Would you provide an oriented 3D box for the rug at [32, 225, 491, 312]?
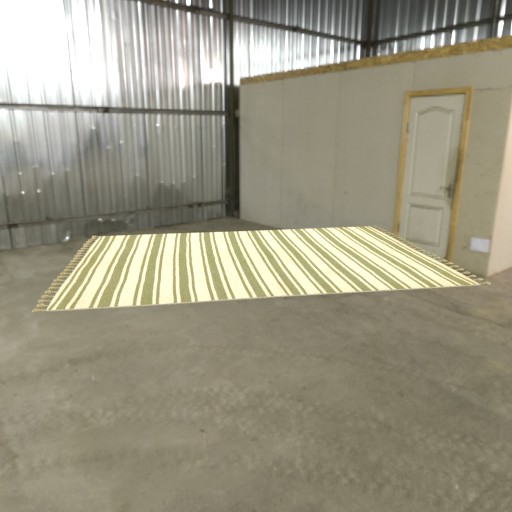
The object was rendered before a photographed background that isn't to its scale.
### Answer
[{"bbox_3d":[0.000,0.000,3.011,2.435,0.018,1.540,-3,16,-9],"label":"rug"}]
